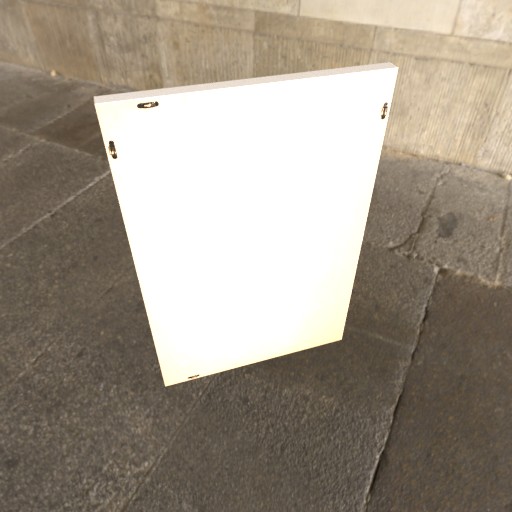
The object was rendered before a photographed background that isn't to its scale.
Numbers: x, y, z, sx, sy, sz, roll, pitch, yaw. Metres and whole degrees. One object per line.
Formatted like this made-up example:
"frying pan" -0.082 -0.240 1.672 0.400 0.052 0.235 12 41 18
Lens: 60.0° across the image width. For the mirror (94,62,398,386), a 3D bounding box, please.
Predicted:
"mirror" 0.000 0.000 1.169 0.609 0.915 0.041 -12 43 -13
